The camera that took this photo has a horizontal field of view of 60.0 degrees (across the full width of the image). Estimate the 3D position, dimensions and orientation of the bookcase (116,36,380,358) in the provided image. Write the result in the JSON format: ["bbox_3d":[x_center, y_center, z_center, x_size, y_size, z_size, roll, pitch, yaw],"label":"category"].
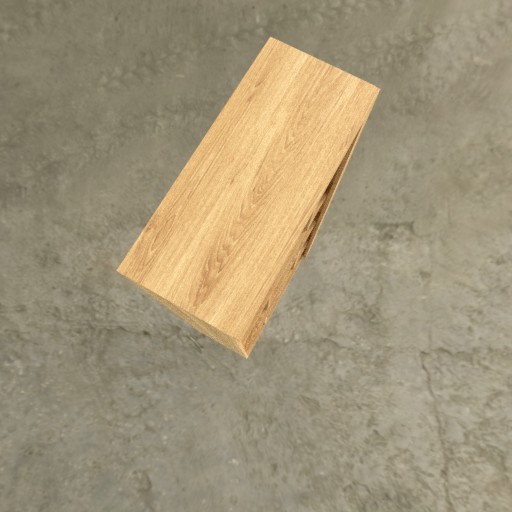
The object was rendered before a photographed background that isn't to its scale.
[{"bbox_3d":[0.000,0.000,2.374,0.420,2.020,0.950,29,77,7],"label":"bookcase"}]
